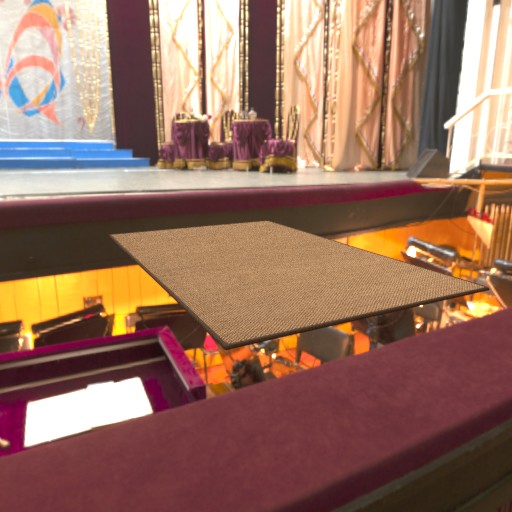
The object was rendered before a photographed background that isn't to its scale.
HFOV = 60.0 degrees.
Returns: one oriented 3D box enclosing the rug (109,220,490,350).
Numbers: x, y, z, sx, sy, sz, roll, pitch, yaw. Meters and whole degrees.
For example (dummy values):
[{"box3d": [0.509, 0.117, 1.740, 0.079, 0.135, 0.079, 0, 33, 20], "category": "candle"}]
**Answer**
[{"box3d": [0.000, 0.000, 2.103, 1.067, 0.013, 1.676, -7, 16, -27], "category": "rug"}]
